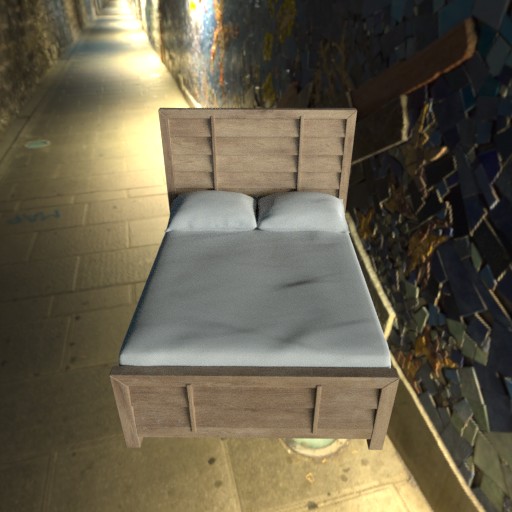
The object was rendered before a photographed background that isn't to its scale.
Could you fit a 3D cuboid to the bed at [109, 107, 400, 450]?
[{"bbox_3d":[0.000,0.000,3.222,1.615,1.631,2.017,0,32,1],"label":"bed"}]
